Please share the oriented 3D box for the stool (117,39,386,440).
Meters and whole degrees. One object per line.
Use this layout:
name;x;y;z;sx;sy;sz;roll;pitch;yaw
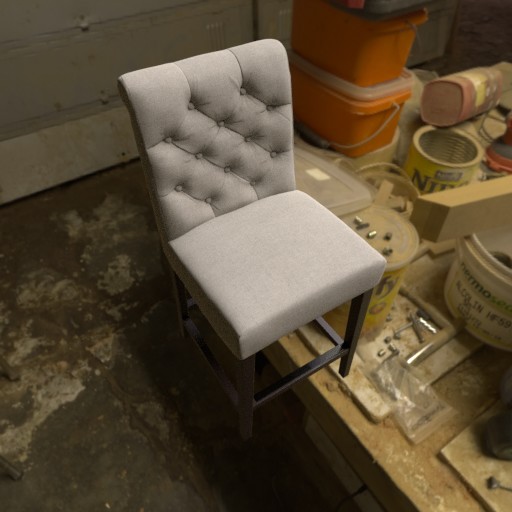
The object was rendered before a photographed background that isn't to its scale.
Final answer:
stool;0.000;0.000;1.361;0.493;1.040;0.601;-25;51;-22
